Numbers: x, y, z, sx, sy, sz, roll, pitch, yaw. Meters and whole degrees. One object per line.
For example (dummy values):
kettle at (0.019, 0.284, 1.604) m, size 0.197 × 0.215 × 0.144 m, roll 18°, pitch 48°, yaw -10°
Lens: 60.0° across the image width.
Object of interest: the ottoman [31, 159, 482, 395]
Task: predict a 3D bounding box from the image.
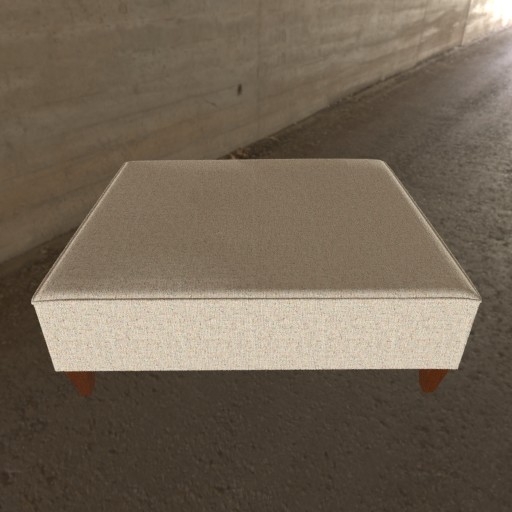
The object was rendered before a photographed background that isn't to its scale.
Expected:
ottoman at (0.000, 0.000, 1.195) m, size 0.835 × 0.303 × 0.736 m, roll 0°, pitch 32°, yaw 0°
